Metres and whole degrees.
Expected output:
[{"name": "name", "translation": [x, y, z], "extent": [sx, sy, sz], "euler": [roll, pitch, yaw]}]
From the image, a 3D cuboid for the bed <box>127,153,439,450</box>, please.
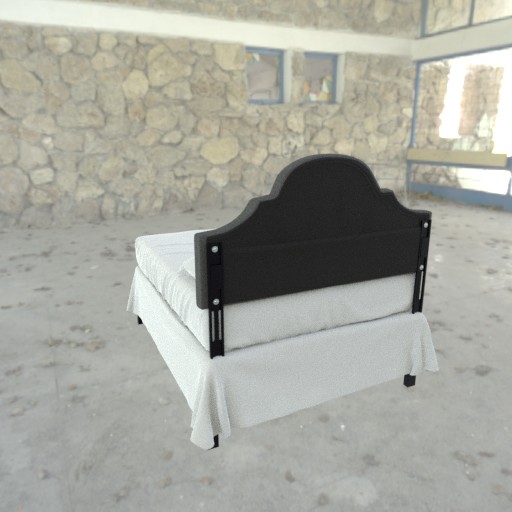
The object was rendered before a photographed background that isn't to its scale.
[{"name": "bed", "translation": [0.000, 0.000, 3.479], "extent": [1.780, 1.634, 2.222], "euler": [-7, 17, -25]}]
